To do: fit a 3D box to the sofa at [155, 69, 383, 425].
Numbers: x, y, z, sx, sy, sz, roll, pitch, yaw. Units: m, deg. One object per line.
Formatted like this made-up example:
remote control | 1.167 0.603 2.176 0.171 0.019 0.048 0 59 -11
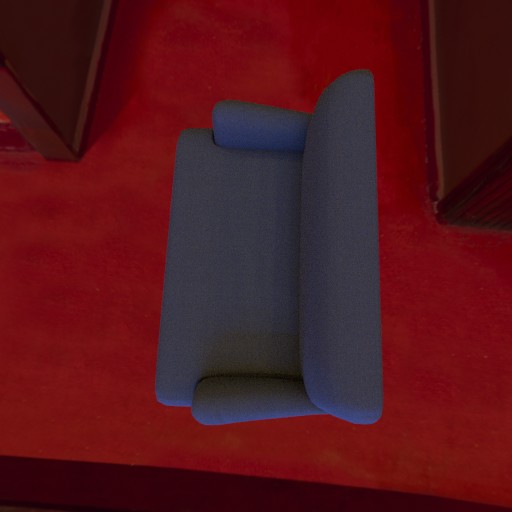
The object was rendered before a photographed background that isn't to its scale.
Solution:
sofa | 0.000 0.000 1.822 0.779 0.889 1.297 2 76 1
